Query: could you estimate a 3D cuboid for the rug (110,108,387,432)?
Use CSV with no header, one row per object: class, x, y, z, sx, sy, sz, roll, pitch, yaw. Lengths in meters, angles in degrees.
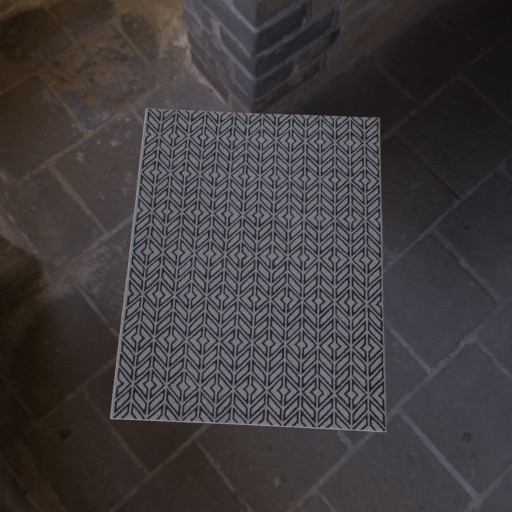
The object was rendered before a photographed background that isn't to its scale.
rug,0.000,0.000,4.225,2.421,0.008,3.045,3,77,1
